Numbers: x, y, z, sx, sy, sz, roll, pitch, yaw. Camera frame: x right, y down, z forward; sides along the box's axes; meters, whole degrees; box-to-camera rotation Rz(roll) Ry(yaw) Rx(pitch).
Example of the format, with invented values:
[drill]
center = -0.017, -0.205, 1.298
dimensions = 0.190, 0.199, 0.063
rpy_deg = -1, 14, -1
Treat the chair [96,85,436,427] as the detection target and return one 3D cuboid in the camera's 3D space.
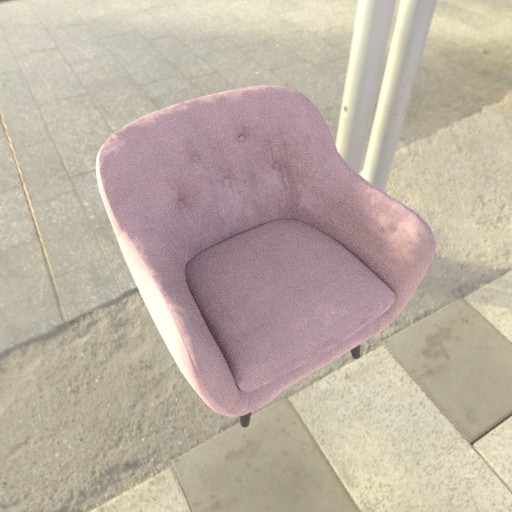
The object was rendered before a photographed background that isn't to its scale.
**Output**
[chair]
center = 0.000, 0.000, 1.522
dimensions = 0.840, 0.820, 0.820
rpy_deg = -24, 52, -21
